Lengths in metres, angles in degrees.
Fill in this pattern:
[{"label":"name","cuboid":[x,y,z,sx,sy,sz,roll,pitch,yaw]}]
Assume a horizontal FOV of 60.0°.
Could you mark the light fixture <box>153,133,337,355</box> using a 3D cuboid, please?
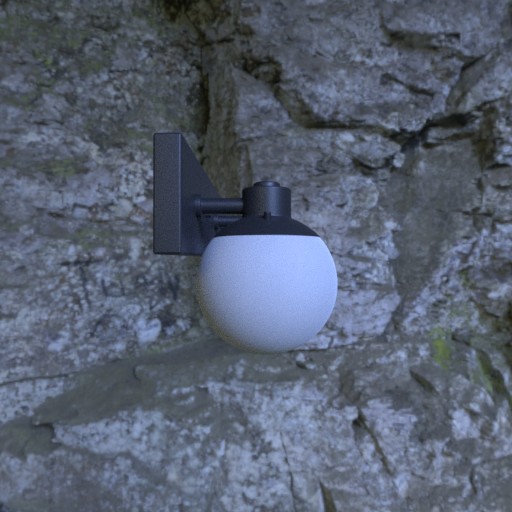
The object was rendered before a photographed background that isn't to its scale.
[{"label":"light fixture","cuboid":[0.000,0.000,0.838,0.218,0.263,0.721,0,0,0]}]
